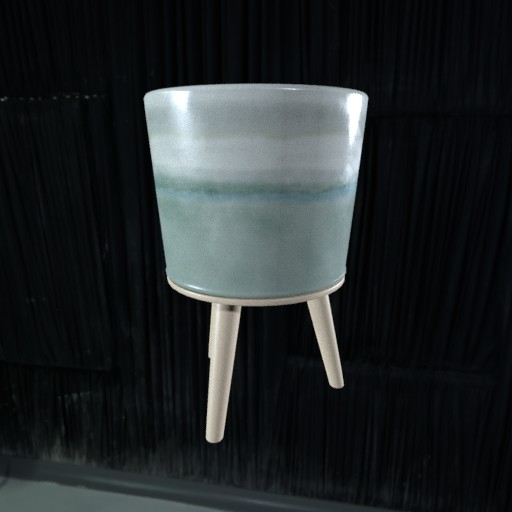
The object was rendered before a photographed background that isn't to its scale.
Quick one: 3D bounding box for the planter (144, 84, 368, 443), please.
[{"bbox_3d":[0.000,0.000,0.591,0.265,0.404,0.265,2,15,8],"label":"planter"}]
